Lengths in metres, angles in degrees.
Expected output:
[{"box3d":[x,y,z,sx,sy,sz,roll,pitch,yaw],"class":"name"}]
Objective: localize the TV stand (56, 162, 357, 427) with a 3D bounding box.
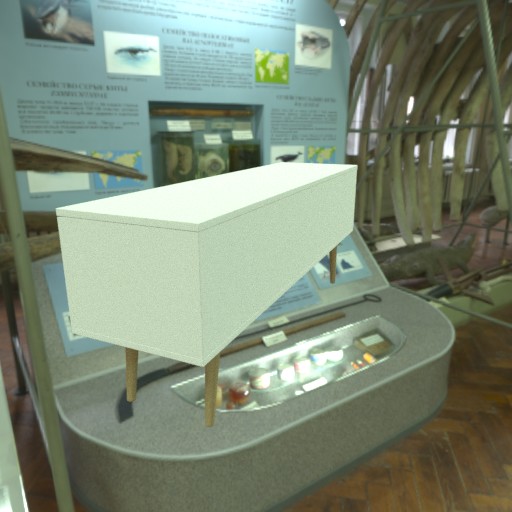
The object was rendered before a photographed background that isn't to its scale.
[{"box3d":[0.000,0.000,1.628,0.401,0.560,1.398,8,18,24],"class":"TV stand"}]
